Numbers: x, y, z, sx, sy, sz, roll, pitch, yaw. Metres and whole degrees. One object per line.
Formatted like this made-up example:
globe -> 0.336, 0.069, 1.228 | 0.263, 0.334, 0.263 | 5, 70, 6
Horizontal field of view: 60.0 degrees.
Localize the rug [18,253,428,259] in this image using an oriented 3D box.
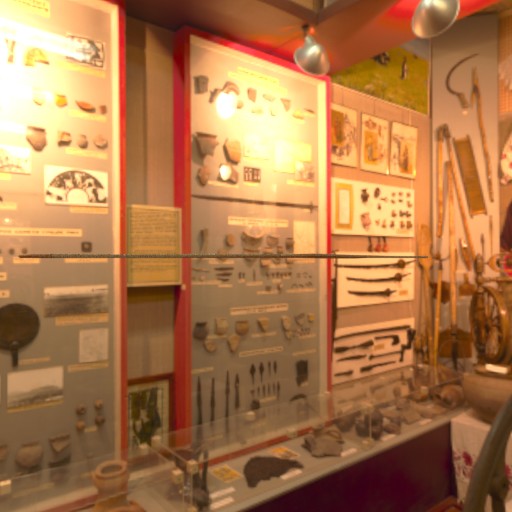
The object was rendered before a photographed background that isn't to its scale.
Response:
rug -> 0.000, 0.000, 2.524 | 2.320, 0.032, 0.692 | 0, 0, -36
